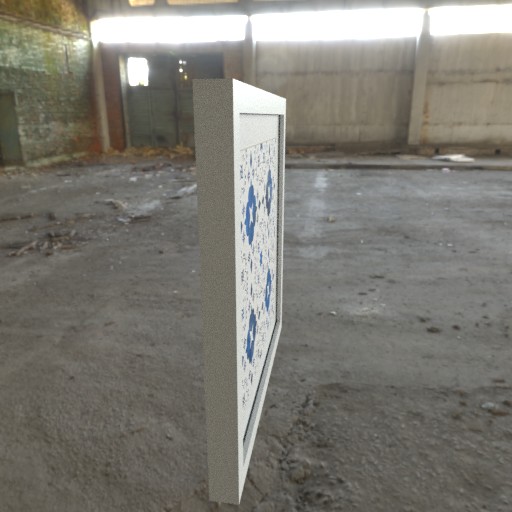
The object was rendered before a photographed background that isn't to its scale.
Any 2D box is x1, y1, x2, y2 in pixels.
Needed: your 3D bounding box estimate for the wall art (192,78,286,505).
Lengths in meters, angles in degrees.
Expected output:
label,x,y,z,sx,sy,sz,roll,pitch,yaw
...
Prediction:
label,x,y,z,sx,sy,sz,roll,pitch,yaw
wall art,0.000,0.000,0.512,0.027,0.355,0.355,3,18,9
